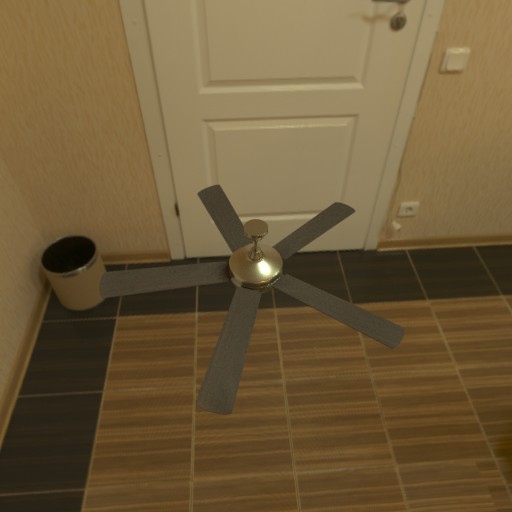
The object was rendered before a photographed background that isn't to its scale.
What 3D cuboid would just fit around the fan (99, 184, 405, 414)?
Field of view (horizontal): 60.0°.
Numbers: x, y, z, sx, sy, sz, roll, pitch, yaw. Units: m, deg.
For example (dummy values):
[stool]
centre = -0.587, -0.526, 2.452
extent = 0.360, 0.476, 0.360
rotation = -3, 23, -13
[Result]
[fan]
centre = 0.000, 0.000, 1.999
extent = 1.321, 0.356, 1.321
rotation = -25, 51, -22
